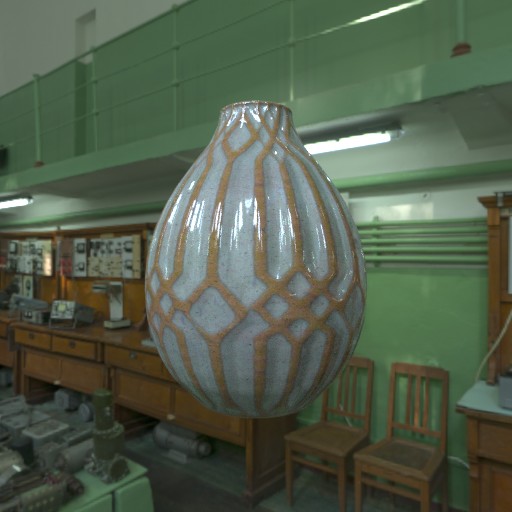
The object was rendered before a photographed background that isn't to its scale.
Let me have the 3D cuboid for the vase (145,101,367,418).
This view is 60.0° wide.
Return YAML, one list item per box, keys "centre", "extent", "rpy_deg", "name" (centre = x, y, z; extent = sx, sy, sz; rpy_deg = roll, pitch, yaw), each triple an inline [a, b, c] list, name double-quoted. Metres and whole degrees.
- centre: [0.000, 0.000, 0.270]
  extent: [0.131, 0.175, 0.131]
  rpy_deg: [0, 0, 0]
  name: "vase"
